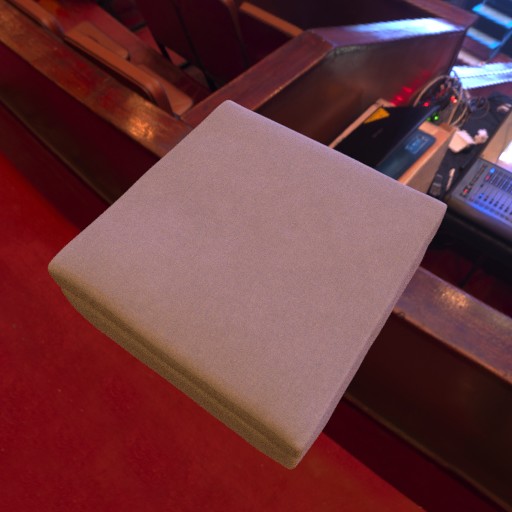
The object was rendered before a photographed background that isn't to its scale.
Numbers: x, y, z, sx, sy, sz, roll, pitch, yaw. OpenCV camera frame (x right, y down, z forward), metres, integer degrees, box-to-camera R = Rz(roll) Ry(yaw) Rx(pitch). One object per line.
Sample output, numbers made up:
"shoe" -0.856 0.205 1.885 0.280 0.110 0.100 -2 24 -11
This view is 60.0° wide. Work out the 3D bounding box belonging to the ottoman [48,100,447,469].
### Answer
"ottoman" 0.000 0.000 1.869 1.171 0.517 1.203 31 64 17
